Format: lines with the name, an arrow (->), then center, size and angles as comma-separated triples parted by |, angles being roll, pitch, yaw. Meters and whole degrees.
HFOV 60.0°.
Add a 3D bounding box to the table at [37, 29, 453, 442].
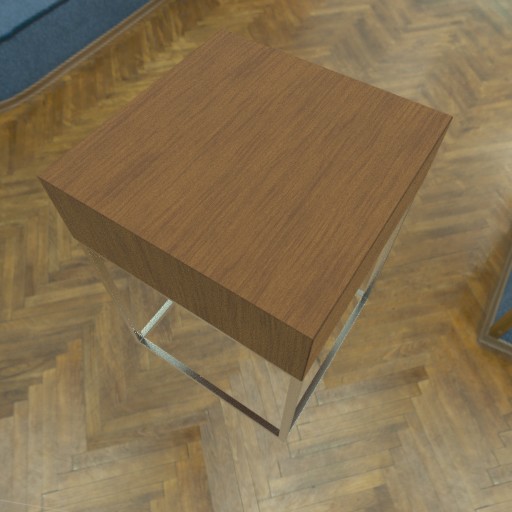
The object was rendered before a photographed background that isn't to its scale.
table -> 0.000, 0.000, 0.813 | 0.398, 0.540, 0.397 | 29, 61, 18
